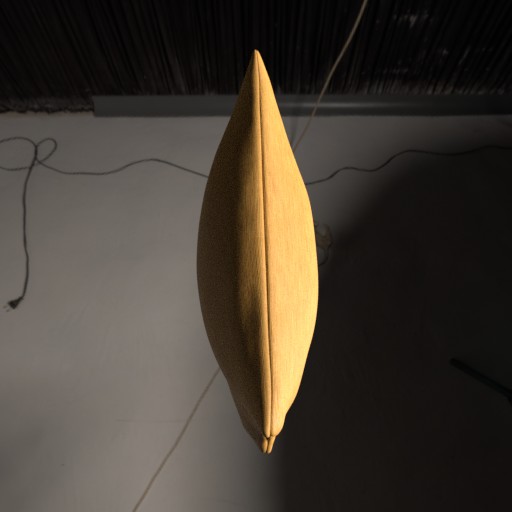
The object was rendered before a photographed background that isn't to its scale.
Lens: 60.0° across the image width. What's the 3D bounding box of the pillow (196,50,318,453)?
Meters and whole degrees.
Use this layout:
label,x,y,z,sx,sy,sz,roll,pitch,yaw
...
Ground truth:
label,x,y,z,sx,sy,sz,roll,pitch,yaw
pillow,0.000,0.000,0.791,0.210,0.354,0.634,-1,64,-1
